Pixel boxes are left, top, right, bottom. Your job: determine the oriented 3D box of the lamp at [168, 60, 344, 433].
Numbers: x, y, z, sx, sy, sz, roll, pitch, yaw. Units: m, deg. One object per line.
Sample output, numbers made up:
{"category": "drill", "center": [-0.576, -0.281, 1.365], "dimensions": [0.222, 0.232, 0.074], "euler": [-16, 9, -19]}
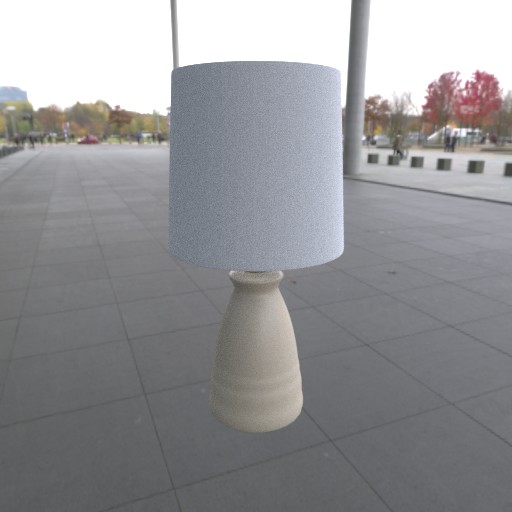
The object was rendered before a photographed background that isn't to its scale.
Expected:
{"category": "lamp", "center": [0.000, 0.000, 0.482], "dimensions": [0.186, 0.369, 0.186], "euler": [0, 15, 0]}
